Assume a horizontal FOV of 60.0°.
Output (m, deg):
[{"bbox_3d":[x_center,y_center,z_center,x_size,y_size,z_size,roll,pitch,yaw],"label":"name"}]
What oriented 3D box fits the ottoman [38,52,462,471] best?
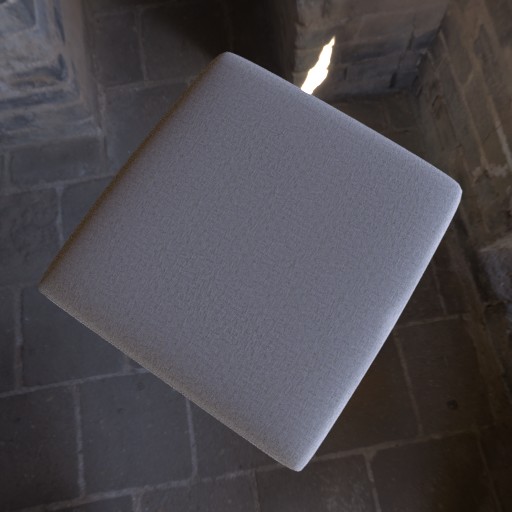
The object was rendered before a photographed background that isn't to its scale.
[{"bbox_3d":[0.000,0.000,1.039,0.648,0.399,0.655,33,78,8],"label":"ottoman"}]
